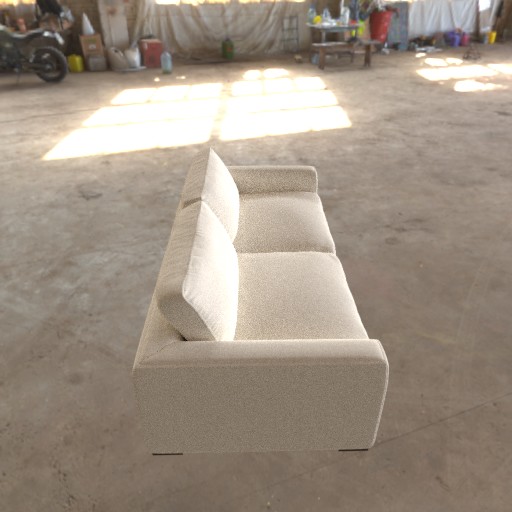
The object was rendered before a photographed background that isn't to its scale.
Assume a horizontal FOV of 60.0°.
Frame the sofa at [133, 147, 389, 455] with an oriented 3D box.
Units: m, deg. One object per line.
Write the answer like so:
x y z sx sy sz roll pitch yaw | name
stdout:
0.000 0.000 2.776 1.070 0.801 2.262 -1 32 -1 | sofa
